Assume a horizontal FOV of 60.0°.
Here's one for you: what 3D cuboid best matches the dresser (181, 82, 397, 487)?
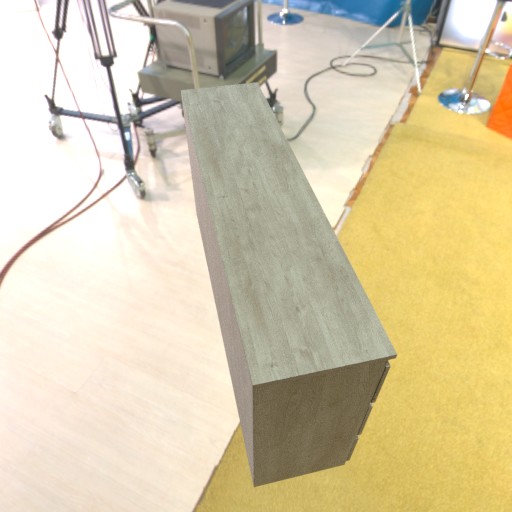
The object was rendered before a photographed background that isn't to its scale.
[{"bbox_3d":[0.000,0.000,1.930,0.390,0.795,1.590,-10,47,-9],"label":"dresser"}]
